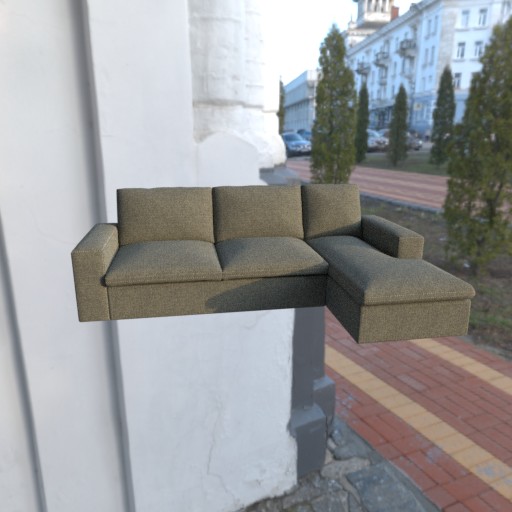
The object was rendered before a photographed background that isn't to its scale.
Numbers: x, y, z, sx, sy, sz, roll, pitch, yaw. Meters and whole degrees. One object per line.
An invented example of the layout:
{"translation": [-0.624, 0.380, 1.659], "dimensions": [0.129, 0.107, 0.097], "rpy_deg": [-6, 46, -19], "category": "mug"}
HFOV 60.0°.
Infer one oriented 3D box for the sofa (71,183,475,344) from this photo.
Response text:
{"translation": [0.000, 0.000, 3.521], "dimensions": [2.718, 0.940, 1.689], "rpy_deg": [-3, 16, -9], "category": "sofa"}
